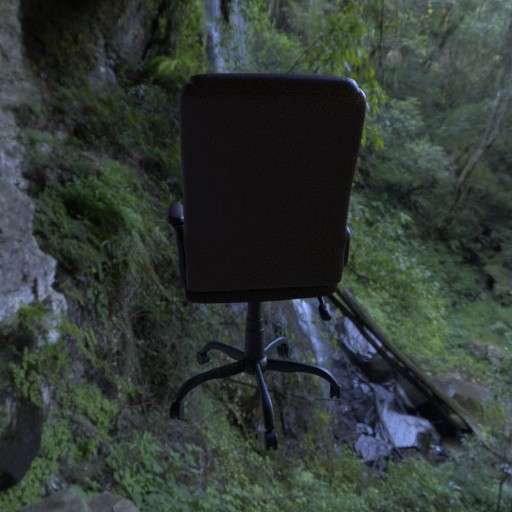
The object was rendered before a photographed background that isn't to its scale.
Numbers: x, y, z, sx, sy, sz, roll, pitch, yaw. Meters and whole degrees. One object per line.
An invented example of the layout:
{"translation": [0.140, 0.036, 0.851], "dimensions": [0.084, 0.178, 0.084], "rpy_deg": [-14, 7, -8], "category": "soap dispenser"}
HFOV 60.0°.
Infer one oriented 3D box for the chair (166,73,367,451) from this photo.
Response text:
{"translation": [0.000, 0.000, 1.484], "dimensions": [0.615, 1.072, 0.655], "rpy_deg": [-2, 15, -9], "category": "chair"}
